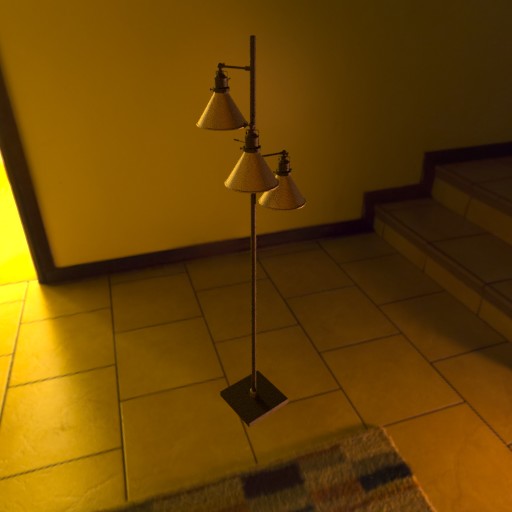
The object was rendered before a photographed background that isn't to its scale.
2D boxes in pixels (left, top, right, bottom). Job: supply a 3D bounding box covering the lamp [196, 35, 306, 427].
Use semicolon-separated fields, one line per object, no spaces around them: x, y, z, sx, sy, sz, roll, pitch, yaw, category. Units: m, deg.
0.000;0.000;1.917;0.415;1.716;0.428;-22;37;-32;lamp
